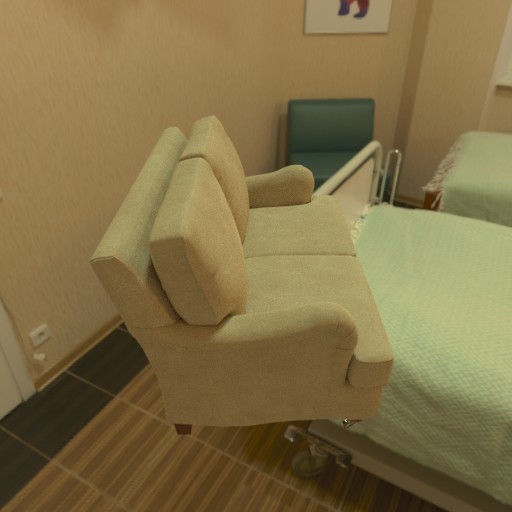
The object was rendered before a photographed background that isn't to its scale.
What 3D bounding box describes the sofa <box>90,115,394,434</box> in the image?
[{"bbox_3d":[0.000,0.000,2.263,1.086,1.087,1.498,0,33,0],"label":"sofa"}]
